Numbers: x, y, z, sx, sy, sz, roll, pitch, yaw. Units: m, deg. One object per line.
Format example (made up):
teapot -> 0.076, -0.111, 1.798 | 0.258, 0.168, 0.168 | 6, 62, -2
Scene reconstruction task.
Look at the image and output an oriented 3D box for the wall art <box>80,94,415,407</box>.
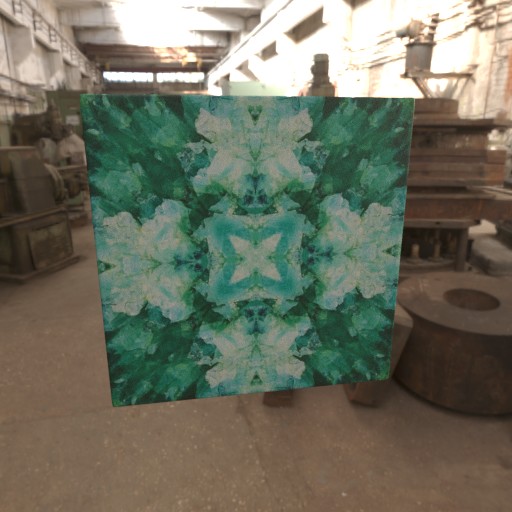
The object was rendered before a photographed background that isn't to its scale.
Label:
wall art -> 0.000, 0.000, 0.748 | 0.507, 0.508, 0.038 | -3, 17, -10
